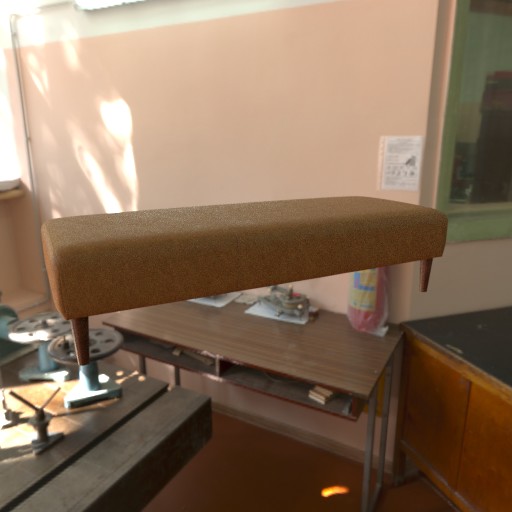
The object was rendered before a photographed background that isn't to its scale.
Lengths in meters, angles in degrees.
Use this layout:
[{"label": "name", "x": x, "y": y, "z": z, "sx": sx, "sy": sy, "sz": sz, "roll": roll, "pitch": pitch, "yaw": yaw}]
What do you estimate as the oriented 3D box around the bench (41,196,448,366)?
[{"label": "bench", "x": 0.000, "y": 0.000, "z": 1.891, "sx": 1.610, "sy": 0.399, "sz": 0.653, "roll": -8, "pitch": 17, "yaw": -27}]
